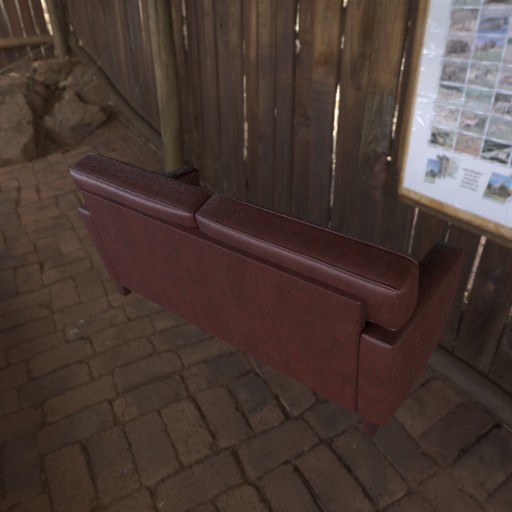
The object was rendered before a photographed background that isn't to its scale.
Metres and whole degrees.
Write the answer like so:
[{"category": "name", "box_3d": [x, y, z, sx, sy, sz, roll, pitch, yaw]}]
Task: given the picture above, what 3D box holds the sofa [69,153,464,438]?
[{"category": "sofa", "box_3d": [0.000, 0.000, 2.328, 1.876, 0.928, 0.912, 22, 38, 31]}]
